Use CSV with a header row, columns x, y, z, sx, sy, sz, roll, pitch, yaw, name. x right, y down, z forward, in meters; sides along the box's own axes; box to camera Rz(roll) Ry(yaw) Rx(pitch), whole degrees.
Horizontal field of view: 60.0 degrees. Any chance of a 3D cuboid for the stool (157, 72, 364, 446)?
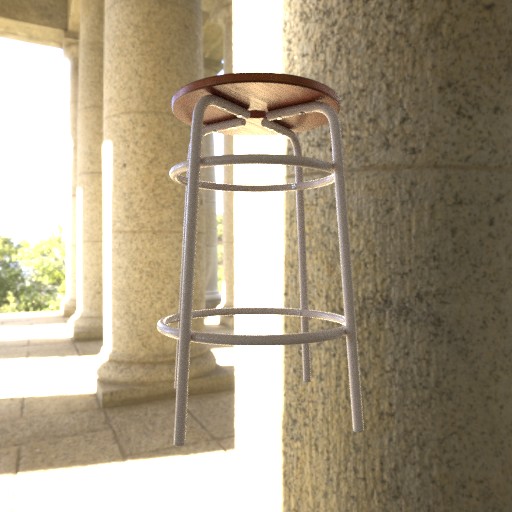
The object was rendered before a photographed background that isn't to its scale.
x,y,z,sx,sy,sz,roll,pitch,yaw,name
0.000,0.000,0.899,0.455,0.610,0.455,0,0,35,stool
